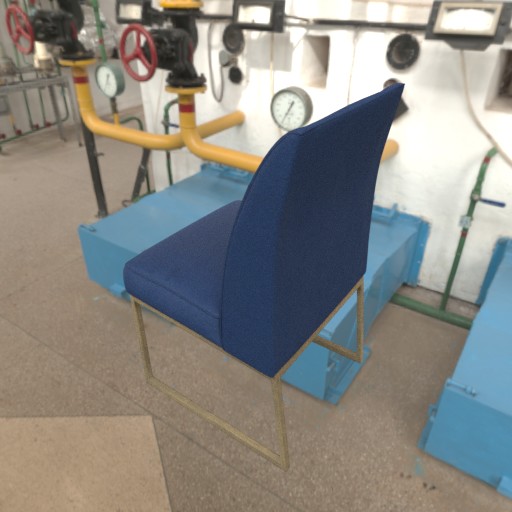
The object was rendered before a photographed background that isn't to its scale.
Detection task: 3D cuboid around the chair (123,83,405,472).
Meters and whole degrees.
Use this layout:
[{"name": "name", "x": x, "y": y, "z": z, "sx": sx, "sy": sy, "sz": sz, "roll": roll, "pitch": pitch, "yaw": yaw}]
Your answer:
[{"name": "chair", "x": 0.000, "y": 0.000, "z": 1.185, "sx": 0.522, "sy": 0.863, "sz": 0.508, "roll": 21, "pitch": 38, "yaw": 29}]
